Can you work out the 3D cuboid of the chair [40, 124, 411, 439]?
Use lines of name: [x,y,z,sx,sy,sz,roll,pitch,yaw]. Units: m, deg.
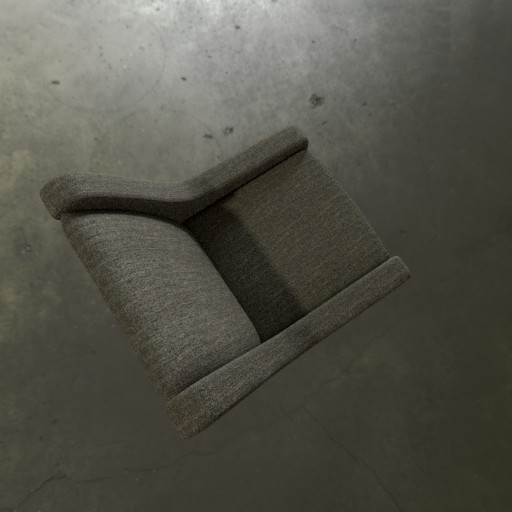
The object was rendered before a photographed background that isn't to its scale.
chair: [0.000,0.000,1.674,0.944,1.012,0.793,-33,78,-8]
